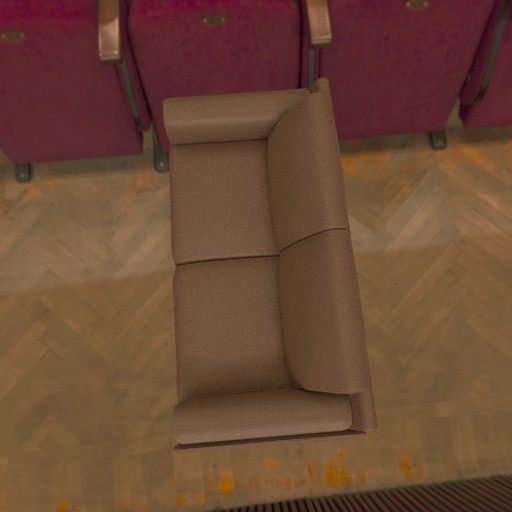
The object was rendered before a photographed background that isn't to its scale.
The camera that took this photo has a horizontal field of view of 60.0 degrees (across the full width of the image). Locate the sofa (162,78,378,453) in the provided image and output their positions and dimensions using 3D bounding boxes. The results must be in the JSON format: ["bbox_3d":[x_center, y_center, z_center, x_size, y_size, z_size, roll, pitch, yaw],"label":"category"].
[{"bbox_3d":[0.000,0.000,2.668,1.049,0.930,2.101,-4,75,-1],"label":"sofa"}]
